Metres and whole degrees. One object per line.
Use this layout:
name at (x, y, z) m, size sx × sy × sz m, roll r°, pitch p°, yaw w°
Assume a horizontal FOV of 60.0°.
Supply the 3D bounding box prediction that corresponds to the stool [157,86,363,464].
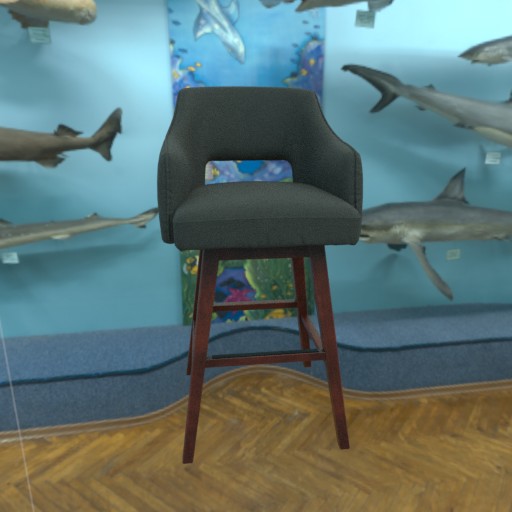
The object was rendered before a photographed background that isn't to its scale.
stool at (0.000, 0.000, 1.357) m, size 0.548 × 1.012 × 0.558 m, roll -2°, pitch 17°, yaw -7°
